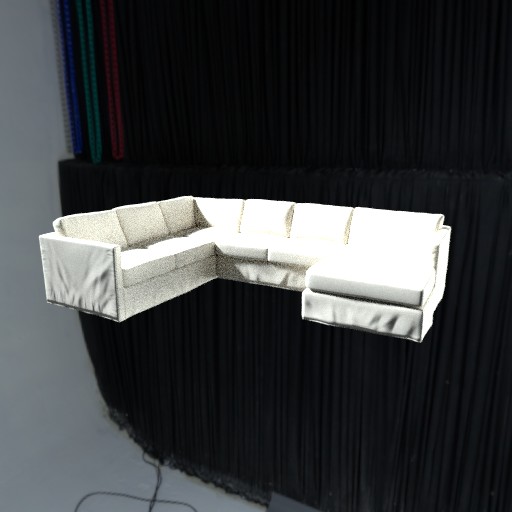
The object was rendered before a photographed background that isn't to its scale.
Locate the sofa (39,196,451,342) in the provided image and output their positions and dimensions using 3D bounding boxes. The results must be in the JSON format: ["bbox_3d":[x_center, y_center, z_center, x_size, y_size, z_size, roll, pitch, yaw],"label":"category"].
[{"bbox_3d":[0.000,0.000,4.532,3.460,0.882,2.427,8,16,28],"label":"sofa"}]
